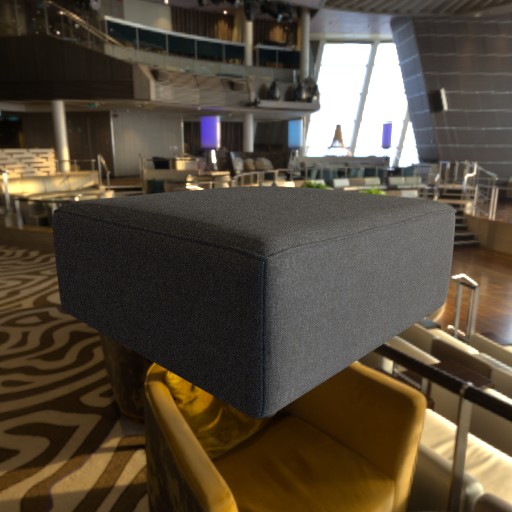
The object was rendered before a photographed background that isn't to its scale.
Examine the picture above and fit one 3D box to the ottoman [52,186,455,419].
[{"bbox_3d":[0.000,0.000,1.539,1.000,0.439,1.000,13,18,42],"label":"ottoman"}]
